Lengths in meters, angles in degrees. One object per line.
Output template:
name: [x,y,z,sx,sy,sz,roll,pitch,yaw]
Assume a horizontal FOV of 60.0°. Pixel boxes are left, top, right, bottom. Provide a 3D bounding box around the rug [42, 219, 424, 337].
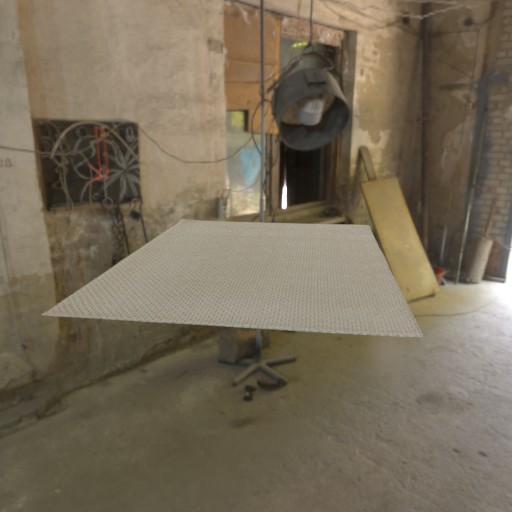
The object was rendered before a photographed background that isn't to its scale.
rug: [0.000,0.000,3.959,2.277,0.035,2.897,2,16,8]
